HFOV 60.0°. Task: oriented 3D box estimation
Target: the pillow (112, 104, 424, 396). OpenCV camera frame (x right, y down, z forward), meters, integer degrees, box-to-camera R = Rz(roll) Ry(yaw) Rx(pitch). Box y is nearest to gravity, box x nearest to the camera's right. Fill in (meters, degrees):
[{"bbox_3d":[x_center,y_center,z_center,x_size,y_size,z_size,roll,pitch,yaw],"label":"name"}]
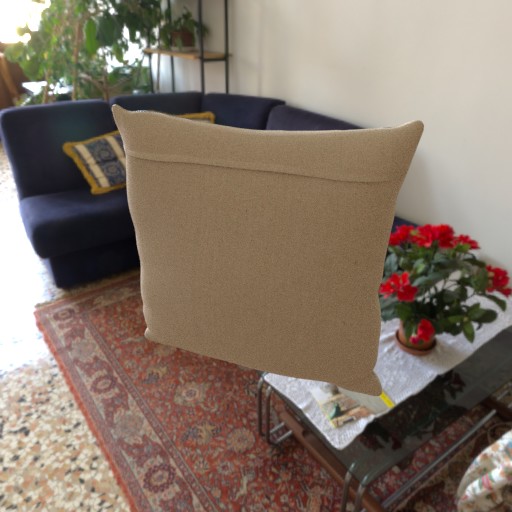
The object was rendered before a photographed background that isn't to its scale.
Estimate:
[{"bbox_3d":[0.000,0.000,0.686,0.440,0.441,0.182,9,31,16],"label":"pillow"}]
